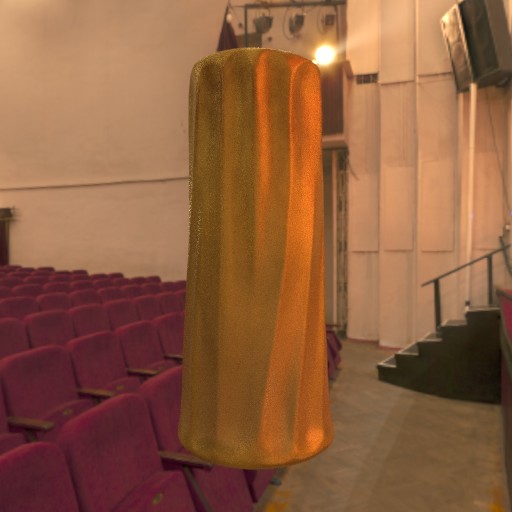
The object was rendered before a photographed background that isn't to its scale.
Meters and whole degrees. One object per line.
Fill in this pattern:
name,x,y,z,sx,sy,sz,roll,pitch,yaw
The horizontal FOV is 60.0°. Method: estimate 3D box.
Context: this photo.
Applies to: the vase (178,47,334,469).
vase,0.000,0.000,0.176,0.061,0.143,0.061,0,0,0
